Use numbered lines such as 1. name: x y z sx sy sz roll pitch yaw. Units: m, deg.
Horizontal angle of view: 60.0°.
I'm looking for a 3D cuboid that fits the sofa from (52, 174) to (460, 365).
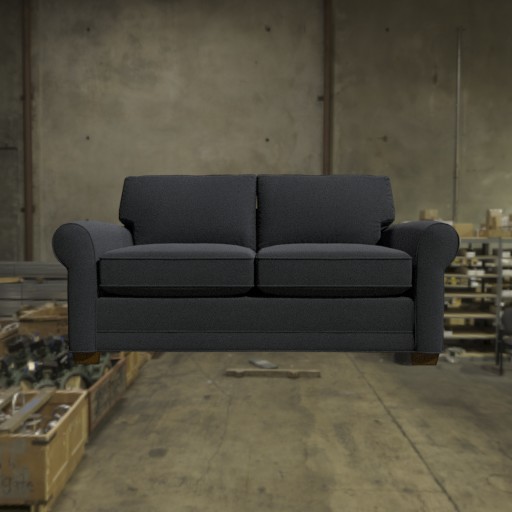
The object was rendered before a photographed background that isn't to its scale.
1. sofa: 0.000 0.000 2.568 2.009 1.031 0.951 0 2 1
